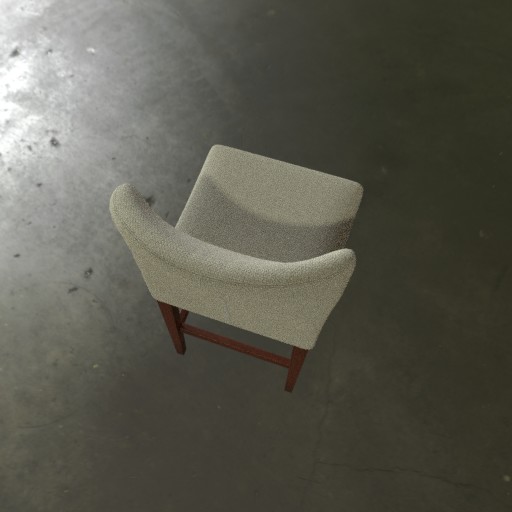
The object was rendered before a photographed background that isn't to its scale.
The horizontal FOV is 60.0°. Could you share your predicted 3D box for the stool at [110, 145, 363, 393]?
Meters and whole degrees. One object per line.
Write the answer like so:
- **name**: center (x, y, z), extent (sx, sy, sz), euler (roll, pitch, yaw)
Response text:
- **stool**: center (0.000, 0.000, 1.273), extent (0.481, 0.969, 0.568), euler (17, 66, 8)
